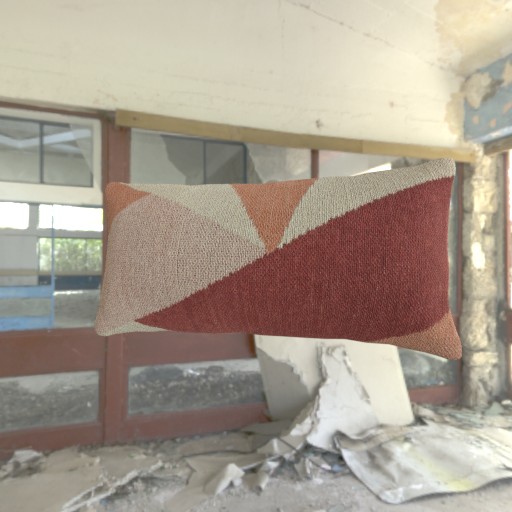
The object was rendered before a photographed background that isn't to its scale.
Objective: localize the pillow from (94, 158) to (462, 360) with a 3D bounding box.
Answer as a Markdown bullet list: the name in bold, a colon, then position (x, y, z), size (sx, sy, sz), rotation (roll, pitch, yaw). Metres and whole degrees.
- **pillow**: position (0.000, 0.000, 0.725), size (0.609, 0.292, 0.155), rotation (0, -1, 17)
